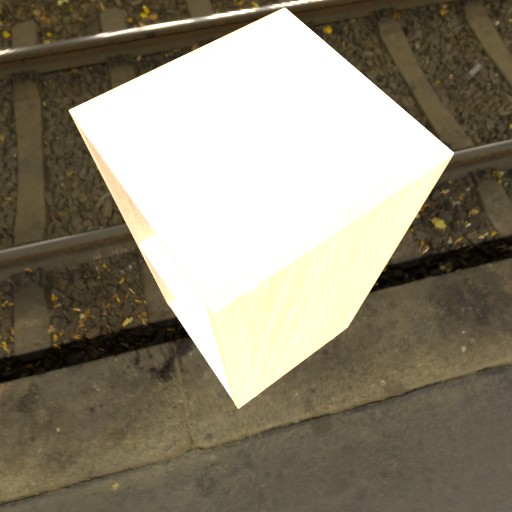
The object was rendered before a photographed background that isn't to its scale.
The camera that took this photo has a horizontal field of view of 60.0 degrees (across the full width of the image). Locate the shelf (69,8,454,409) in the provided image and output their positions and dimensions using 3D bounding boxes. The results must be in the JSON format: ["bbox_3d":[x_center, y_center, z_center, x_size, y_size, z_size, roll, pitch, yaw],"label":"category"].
[{"bbox_3d":[0.000,0.000,0.736,0.297,0.594,0.290,-33,68,-15],"label":"shelf"}]
